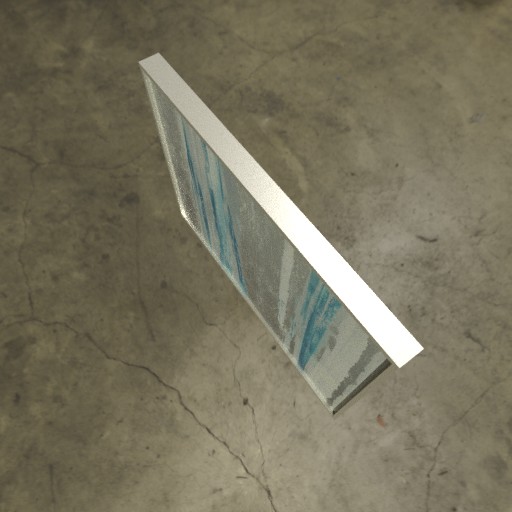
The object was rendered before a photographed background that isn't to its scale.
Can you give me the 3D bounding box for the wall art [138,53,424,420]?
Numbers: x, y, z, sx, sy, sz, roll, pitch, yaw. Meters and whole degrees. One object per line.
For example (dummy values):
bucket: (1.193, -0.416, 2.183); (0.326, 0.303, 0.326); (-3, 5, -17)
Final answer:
wall art: (0.000, 0.000, 1.423); (0.066, 0.801, 1.056); (-32, 67, -15)
